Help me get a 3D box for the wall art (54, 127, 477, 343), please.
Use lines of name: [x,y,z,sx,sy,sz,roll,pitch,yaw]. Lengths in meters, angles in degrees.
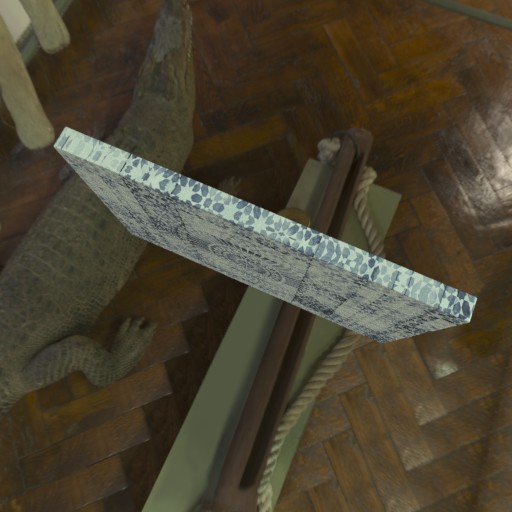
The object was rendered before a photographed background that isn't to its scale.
wall art: [0.000,0.000,1.185,0.911,0.608,0.057,23,76,6]
